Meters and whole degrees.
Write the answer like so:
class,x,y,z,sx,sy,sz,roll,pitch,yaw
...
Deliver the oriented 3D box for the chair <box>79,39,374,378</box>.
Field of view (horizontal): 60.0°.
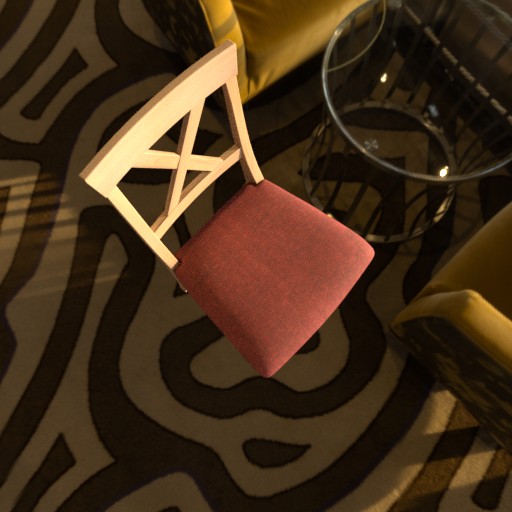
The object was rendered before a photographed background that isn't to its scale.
class,x,y,z,sx,sy,sz,roll,pitch,yaw
chair,0.000,0.000,1.176,0.492,0.912,0.439,41,78,10
